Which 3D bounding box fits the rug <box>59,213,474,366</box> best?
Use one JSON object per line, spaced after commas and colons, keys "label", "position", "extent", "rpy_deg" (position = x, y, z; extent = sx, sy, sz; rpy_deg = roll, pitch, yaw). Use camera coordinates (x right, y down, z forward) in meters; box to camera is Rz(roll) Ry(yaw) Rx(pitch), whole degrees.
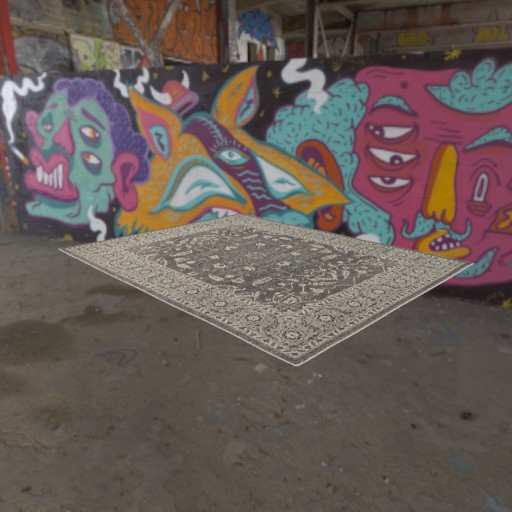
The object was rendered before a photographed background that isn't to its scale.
{"label": "rug", "position": [0.000, 0.000, 4.158], "extent": [2.451, 0.026, 3.069], "rpy_deg": [-16, 24, -42]}
